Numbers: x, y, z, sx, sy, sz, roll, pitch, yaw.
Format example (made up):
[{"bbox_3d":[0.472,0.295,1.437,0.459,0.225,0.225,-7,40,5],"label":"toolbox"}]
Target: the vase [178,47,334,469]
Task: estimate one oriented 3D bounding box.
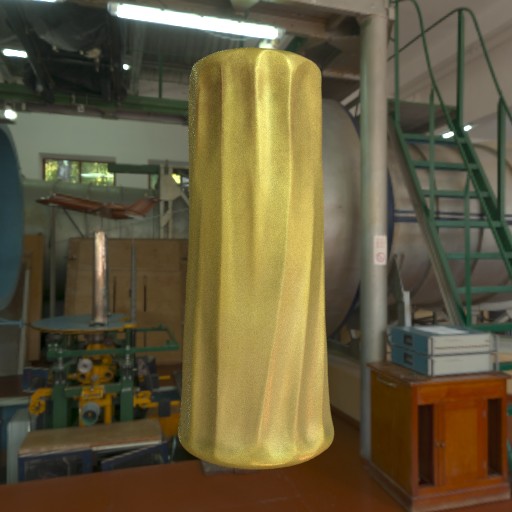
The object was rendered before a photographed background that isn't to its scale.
[{"bbox_3d":[0.000,0.000,0.176,0.061,0.143,0.061,0,0,0],"label":"vase"}]
